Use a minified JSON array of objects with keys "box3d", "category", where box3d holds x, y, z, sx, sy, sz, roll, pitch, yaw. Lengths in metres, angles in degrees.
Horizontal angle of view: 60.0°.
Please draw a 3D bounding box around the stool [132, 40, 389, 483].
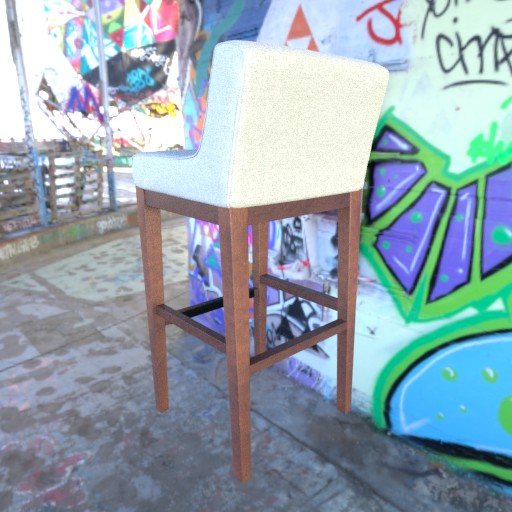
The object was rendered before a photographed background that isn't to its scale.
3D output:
[{"box3d":[0.000,0.000,1.279,0.511,1.037,0.500,-14,21,-41],"category":"stool"}]
